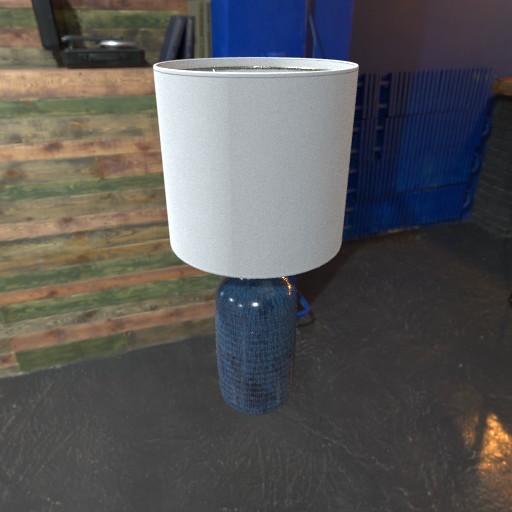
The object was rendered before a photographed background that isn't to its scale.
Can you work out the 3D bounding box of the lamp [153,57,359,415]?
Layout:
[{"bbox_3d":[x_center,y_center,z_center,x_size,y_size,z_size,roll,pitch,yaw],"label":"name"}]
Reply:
[{"bbox_3d":[0.000,0.000,0.595,0.220,0.475,0.220,-8,29,-16],"label":"lamp"}]
